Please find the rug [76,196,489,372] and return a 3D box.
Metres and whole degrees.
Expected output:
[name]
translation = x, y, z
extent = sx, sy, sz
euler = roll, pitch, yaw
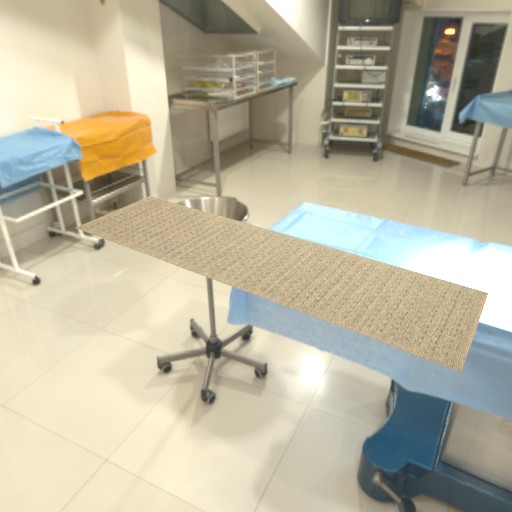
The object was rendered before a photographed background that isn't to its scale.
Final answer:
[rug]
translation = 0.000, 0.000, 2.625
extent = 2.437, 0.005, 0.688
euler = 18, 34, 29
